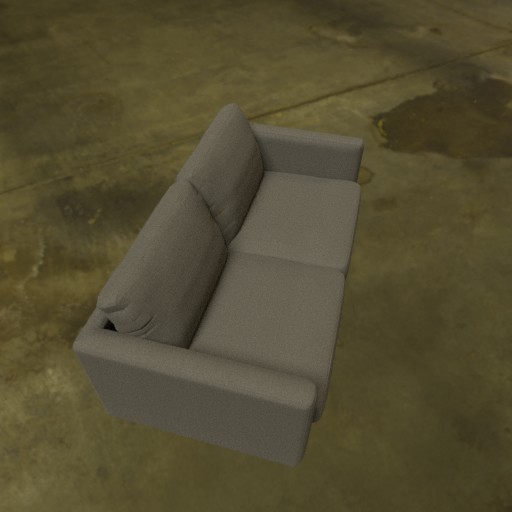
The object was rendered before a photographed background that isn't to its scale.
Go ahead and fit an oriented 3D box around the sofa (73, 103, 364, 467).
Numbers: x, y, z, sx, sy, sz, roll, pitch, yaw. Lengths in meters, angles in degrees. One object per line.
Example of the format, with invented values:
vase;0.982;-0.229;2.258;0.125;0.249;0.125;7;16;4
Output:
sofa;0.000;0.000;2.250;0.940;0.866;1.713;11;48;10
